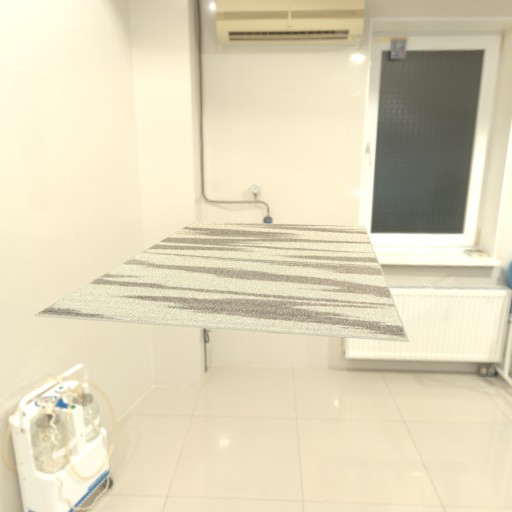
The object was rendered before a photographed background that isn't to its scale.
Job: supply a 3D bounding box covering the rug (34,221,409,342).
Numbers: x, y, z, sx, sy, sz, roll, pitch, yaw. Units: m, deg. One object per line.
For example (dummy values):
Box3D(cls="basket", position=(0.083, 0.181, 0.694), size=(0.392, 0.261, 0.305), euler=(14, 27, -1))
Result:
Box3D(cls="rug", position=(0.000, 0.000, 2.273), size=(1.225, 0.008, 1.827), euler=(2, 15, 9))
